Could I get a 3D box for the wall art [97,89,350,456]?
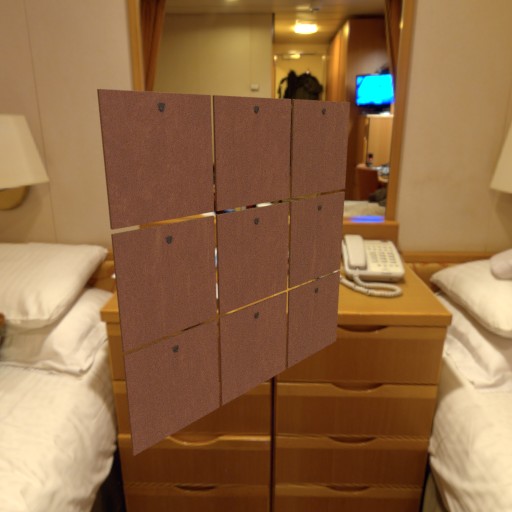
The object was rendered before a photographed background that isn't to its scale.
[{"bbox_3d":[0.000,0.000,2.256,1.526,1.522,0.023,-16,23,-43],"label":"wall art"}]
